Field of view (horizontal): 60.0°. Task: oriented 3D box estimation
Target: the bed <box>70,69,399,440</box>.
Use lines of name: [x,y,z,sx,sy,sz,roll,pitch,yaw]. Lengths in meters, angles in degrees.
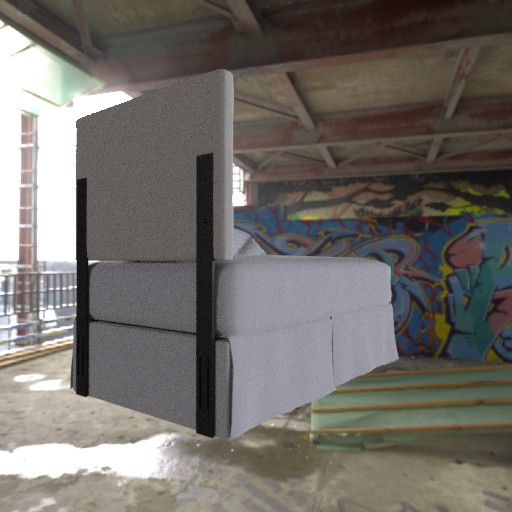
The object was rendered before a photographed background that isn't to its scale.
bed: [0.000,0.000,2.974,1.261,1.571,1.997,-1,-1,37]
